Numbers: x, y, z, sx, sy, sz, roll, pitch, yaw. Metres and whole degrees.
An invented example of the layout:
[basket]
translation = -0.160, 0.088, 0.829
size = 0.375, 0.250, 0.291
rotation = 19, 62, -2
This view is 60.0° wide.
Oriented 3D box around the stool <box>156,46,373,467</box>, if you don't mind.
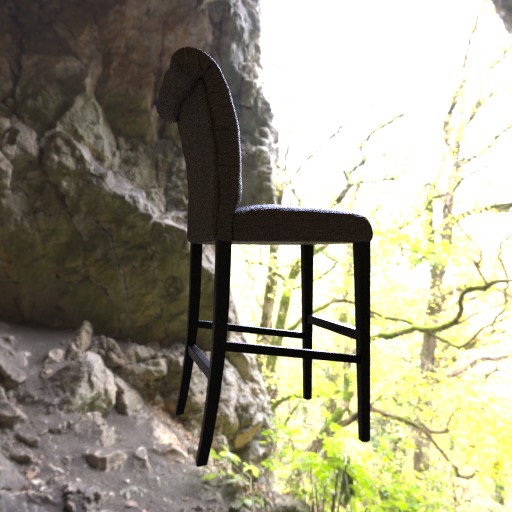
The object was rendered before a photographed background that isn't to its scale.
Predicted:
[stool]
translation = 0.000, 0.000, 1.457
size = 0.613, 1.131, 0.452
rotation = 0, 0, -18
